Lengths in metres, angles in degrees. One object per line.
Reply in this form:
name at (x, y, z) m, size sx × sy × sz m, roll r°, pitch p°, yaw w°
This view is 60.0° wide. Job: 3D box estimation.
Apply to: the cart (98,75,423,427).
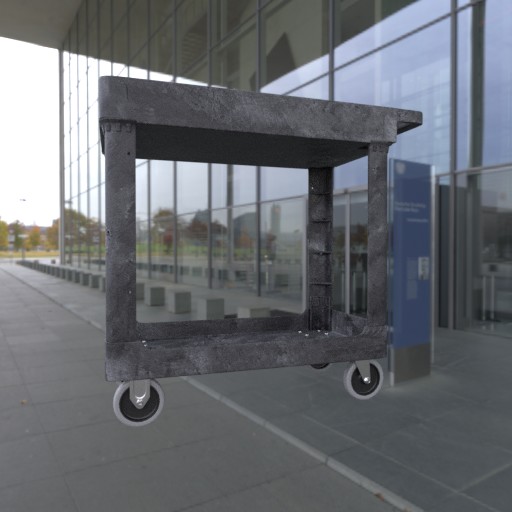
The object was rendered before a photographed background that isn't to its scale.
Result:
cart at (0.000, 0.000, 1.327) m, size 0.877 × 0.824 × 0.420 m, roll 0°, pitch 1°, yaw -18°
